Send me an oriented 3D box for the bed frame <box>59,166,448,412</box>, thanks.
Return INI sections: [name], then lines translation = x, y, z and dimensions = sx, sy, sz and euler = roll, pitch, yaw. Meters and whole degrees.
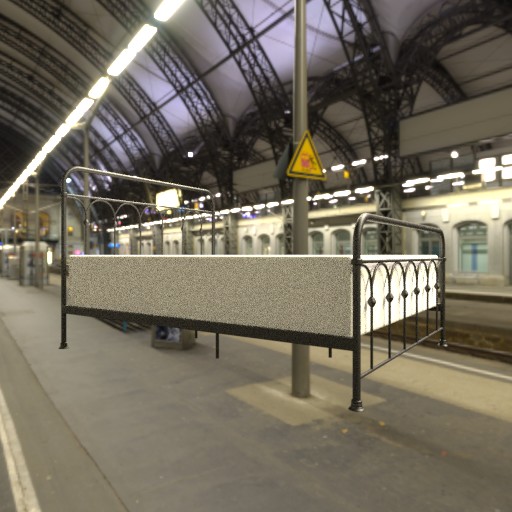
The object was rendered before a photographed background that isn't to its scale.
[bed frame]
translation = 0.000, 0.000, 3.115
dimensions = 2.203, 1.276, 1.664
euler = 0, 0, 35
